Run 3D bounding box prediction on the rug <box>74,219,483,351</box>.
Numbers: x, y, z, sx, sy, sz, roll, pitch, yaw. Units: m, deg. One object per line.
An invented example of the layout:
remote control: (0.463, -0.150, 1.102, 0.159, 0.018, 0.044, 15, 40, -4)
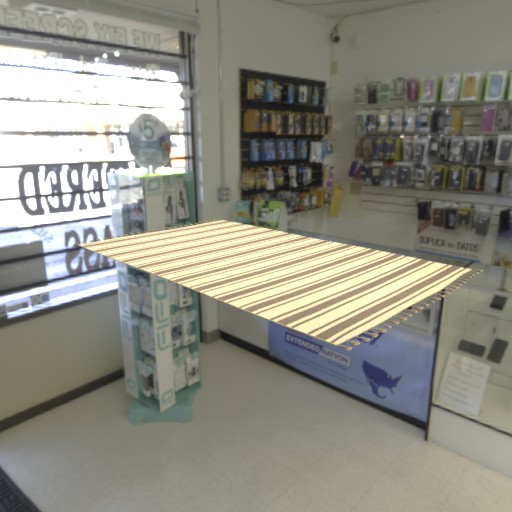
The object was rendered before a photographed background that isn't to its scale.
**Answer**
rug: (0.000, 0.000, 2.544, 1.229, 0.011, 2.096, -15, 21, -43)
